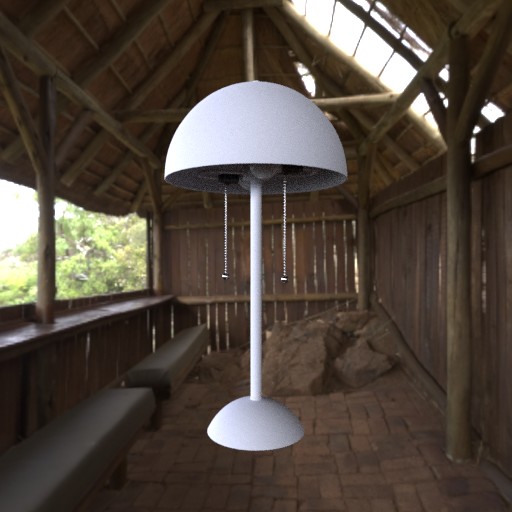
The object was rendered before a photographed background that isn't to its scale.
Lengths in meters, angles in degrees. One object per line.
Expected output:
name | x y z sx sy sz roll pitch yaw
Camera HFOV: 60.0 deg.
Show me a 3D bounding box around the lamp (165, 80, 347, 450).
lamp | 0.000 0.000 0.422 0.171 0.330 0.171 0 0 0
